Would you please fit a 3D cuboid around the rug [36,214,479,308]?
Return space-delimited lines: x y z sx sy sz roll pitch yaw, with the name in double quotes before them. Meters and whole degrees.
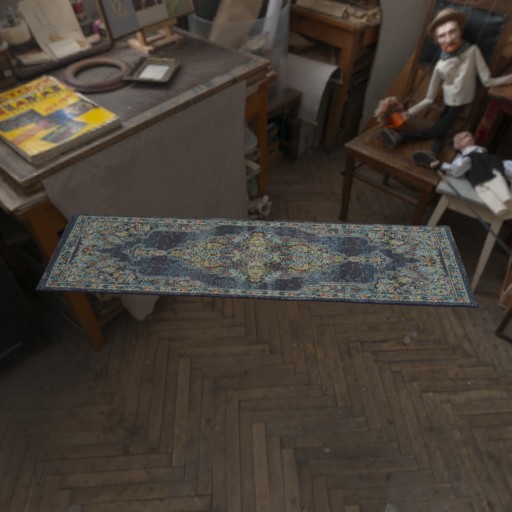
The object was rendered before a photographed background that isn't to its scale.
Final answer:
"rug" 0.000 0.000 2.475 2.283 0.016 0.602 2 47 2
